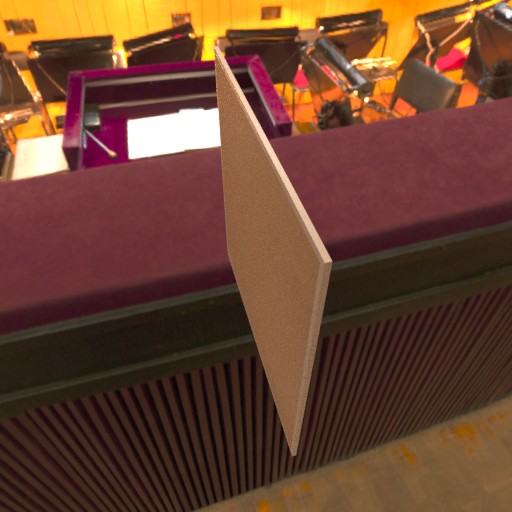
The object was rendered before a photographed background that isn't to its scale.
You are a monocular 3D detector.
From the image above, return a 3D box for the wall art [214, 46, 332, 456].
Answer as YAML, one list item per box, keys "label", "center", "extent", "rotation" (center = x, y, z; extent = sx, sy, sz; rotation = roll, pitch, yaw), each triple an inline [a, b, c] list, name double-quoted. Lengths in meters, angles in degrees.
- label: "wall art"
  center: [0.000, 0.000, 1.217]
  extent: [0.012, 0.809, 0.809]
  rotation: [-11, 48, -10]
